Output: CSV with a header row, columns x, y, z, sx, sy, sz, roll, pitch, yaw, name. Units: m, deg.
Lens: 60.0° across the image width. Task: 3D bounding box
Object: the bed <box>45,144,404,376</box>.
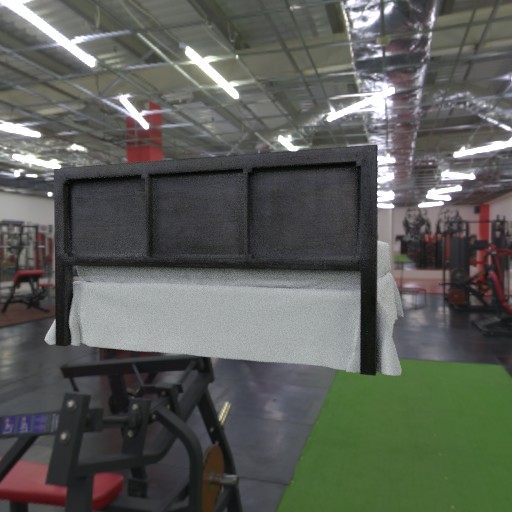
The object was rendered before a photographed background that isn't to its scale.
x,y,z,sx,sy,sz,roll,pitch,yaw,name
0.000,0.000,3.528,2.255,1.158,2.165,0,1,19,bed
